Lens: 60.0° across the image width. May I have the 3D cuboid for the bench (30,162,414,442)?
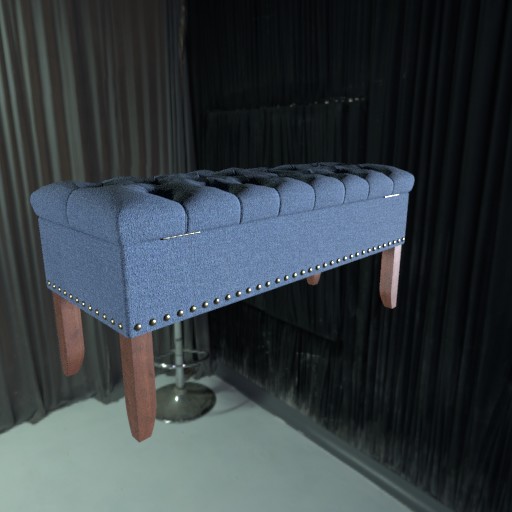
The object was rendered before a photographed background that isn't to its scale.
[{"bbox_3d":[0.000,0.000,1.277,1.052,0.492,0.417,-15,21,-43],"label":"bench"}]
